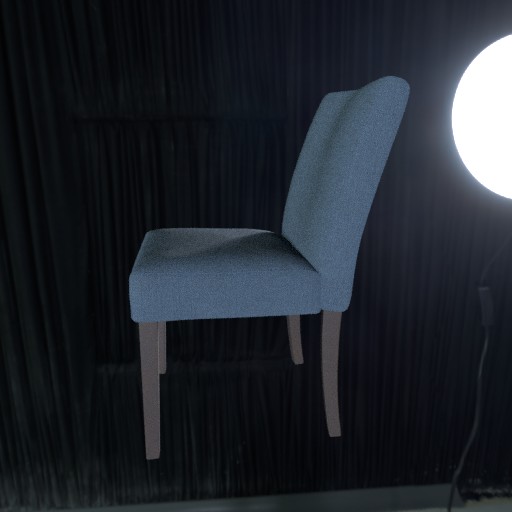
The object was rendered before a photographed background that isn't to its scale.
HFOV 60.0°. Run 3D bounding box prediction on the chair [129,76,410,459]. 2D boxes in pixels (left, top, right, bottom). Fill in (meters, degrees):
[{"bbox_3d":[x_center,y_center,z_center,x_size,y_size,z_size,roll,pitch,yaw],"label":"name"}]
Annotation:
[{"bbox_3d":[0.000,0.000,1.211,0.629,0.882,0.487,-2,15,-9],"label":"chair"}]
